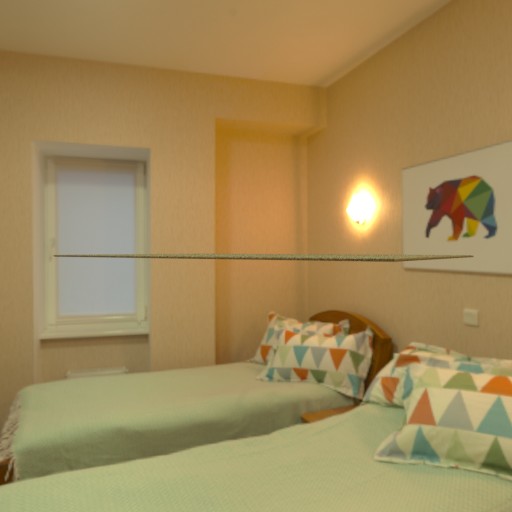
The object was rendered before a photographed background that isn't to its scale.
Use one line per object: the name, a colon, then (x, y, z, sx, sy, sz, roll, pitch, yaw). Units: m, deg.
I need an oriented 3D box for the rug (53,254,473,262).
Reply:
rug: (0.000, 0.000, 3.037, 2.448, 0.012, 1.540, 1, 1, 36)
